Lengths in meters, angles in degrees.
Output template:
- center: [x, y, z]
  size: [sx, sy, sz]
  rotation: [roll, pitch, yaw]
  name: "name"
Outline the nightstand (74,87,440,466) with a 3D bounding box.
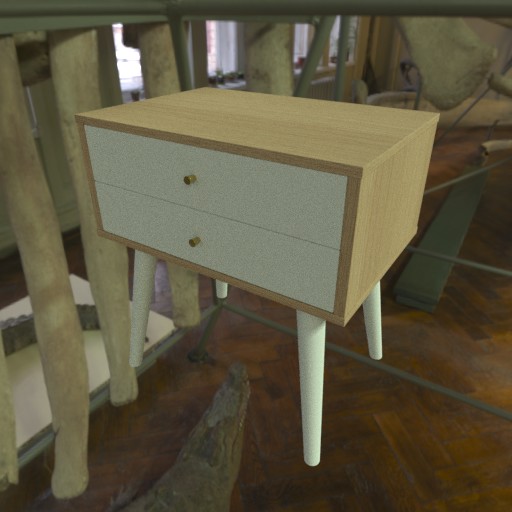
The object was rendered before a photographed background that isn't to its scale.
- center: [0.000, 0.000, 0.982]
  size: [0.571, 0.610, 0.407]
  rotation: [18, 34, 29]
  name: "nightstand"
